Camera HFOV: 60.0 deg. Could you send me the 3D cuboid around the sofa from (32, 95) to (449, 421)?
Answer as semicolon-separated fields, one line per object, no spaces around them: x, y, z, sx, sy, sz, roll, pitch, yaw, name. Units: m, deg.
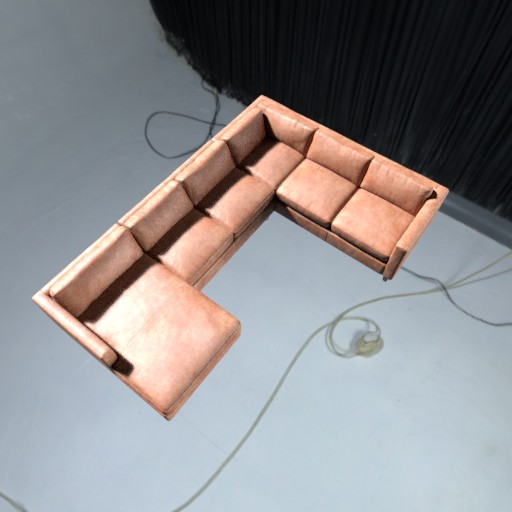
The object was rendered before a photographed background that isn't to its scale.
0.000;0.000;4.485;2.430;0.832;3.401;33;64;18;sofa
